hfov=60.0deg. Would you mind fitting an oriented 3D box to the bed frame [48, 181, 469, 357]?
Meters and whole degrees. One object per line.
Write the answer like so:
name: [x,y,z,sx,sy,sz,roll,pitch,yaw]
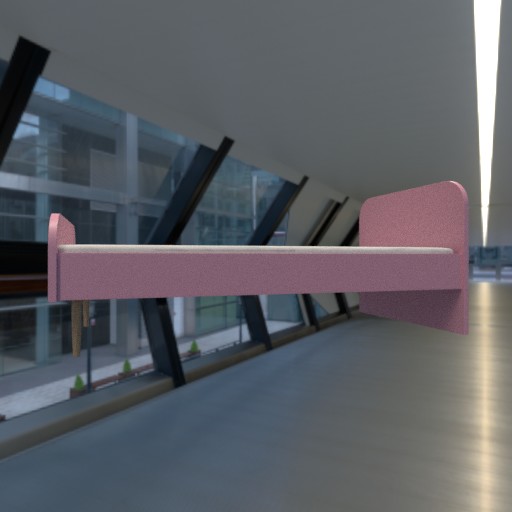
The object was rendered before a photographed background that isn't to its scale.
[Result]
bed frame: [0.000,0.000,2.433,1.963,0.805,0.998,0,0,-18]
